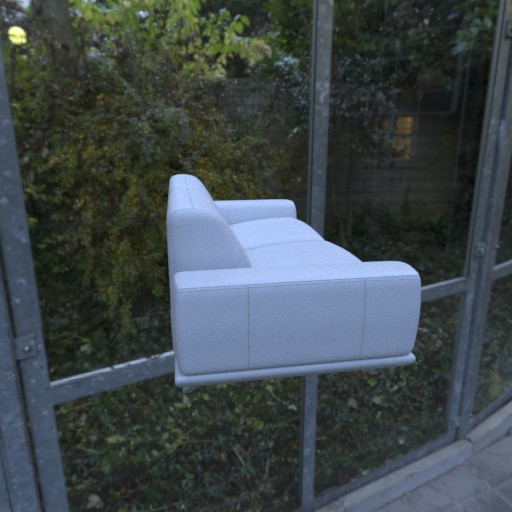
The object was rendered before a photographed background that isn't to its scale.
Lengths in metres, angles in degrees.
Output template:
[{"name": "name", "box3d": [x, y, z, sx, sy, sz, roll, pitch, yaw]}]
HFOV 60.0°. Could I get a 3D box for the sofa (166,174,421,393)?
[{"name": "sofa", "box3d": [0.000, 0.000, 2.401, 0.900, 0.772, 1.901, -3, 15, -10]}]
